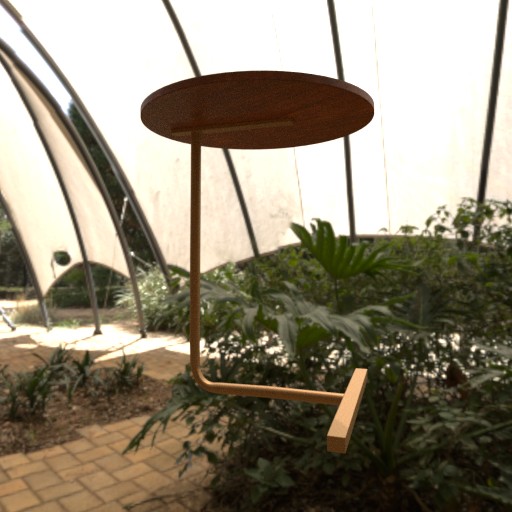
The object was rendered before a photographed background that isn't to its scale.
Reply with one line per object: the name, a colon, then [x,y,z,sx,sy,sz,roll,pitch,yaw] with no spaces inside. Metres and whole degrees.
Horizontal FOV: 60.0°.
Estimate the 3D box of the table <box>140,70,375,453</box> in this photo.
table: [0.000,0.000,1.113,0.577,0.706,0.530,0,-1,18]
